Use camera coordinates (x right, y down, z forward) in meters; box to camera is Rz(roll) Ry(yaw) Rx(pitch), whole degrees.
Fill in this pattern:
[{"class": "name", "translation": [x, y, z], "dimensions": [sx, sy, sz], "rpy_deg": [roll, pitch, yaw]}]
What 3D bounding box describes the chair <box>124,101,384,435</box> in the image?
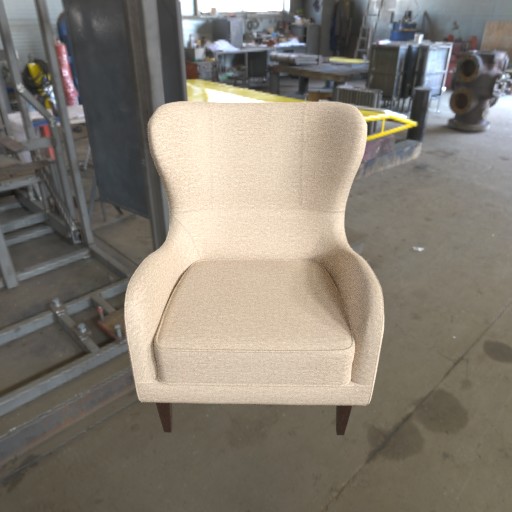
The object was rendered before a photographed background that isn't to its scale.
[{"class": "chair", "translation": [0.000, 0.000, 1.792], "dimensions": [0.861, 1.064, 0.984], "rpy_deg": [1, 30, 1]}]
